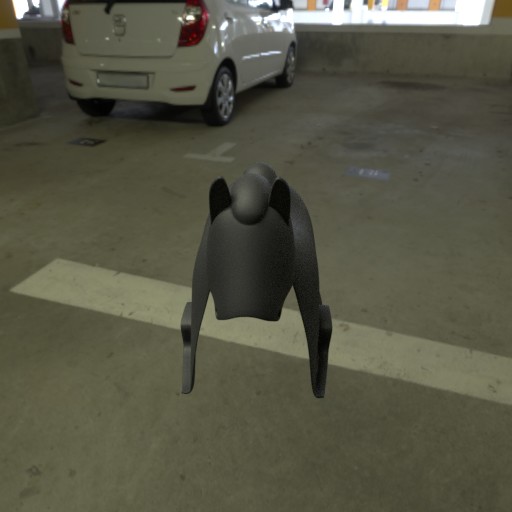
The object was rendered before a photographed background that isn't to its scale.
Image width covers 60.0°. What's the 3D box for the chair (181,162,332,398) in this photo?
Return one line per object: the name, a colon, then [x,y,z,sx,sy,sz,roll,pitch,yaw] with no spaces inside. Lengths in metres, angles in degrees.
chair: [0.000,0.000,1.134,0.429,0.612,0.800,1,30,2]
